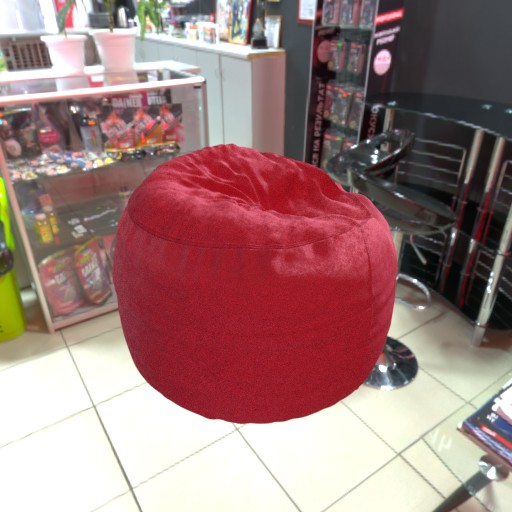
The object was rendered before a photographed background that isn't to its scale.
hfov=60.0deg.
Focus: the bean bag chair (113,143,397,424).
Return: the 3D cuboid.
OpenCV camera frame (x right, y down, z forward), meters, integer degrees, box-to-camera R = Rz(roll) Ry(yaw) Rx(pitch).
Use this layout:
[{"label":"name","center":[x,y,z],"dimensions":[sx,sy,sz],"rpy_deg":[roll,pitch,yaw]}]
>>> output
[{"label":"bean bag chair","center":[0.000,0.000,1.948],"dimensions":[1.218,0.788,1.218],"rpy_deg":[0,31,0]}]
